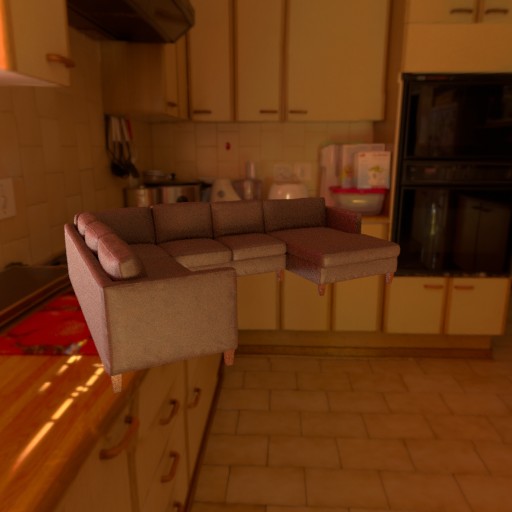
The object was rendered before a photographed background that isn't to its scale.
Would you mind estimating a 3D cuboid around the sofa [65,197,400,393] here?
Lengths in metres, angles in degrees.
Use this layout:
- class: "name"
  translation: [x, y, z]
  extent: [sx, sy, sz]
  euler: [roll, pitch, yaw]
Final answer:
- class: "sofa"
  translation: [0.000, 0.000, 4.602]
  extent: [3.460, 0.923, 2.593]
  euler: [-7, 16, -27]
